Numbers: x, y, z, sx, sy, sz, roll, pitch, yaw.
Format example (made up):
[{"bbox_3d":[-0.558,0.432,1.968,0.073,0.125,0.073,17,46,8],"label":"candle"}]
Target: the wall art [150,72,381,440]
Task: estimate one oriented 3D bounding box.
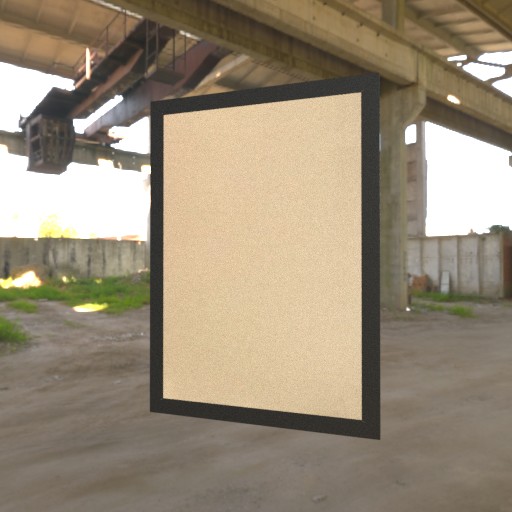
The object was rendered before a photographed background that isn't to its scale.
[{"bbox_3d":[0.000,0.000,0.702,0.379,0.530,0.008,0,-1,18],"label":"wall art"}]
